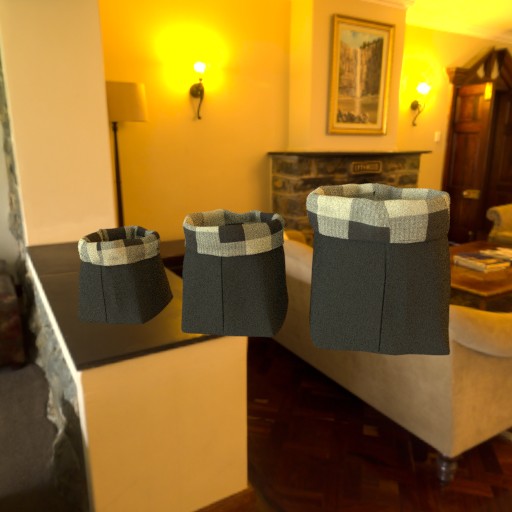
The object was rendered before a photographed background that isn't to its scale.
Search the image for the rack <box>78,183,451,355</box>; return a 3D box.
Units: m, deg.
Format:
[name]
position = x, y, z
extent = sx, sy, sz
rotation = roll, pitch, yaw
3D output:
[rack]
position = 0.000, 0.000, 1.070
extent = 0.889, 0.329, 0.370
rotation = 2, 14, 9
